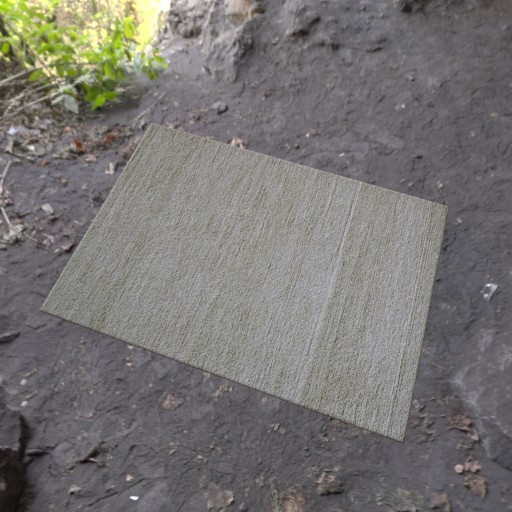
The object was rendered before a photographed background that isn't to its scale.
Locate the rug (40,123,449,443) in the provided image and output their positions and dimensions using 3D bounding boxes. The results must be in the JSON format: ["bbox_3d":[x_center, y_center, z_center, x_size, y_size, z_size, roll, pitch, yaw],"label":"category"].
[{"bbox_3d":[0.000,0.000,2.903,2.270,0.017,1.606,18,65,8],"label":"rug"}]
